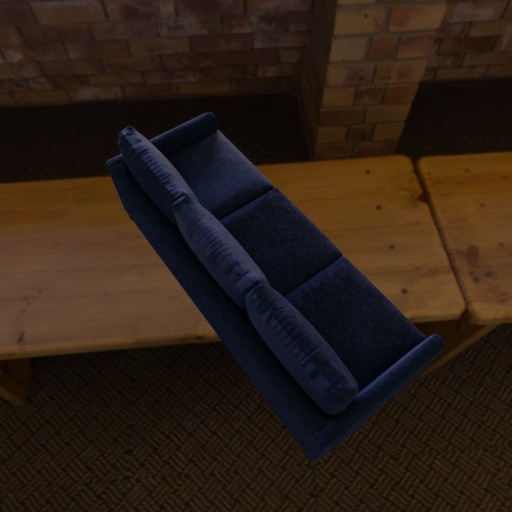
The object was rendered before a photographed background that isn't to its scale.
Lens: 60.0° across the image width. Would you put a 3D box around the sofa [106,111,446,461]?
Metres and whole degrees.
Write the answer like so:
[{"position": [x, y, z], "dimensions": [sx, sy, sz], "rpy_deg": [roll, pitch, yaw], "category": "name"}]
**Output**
[{"position": [0.000, 0.000, 2.781], "dimensions": [0.875, 0.879, 2.252], "rpy_deg": [-32, 64, -18], "category": "sofa"}]
